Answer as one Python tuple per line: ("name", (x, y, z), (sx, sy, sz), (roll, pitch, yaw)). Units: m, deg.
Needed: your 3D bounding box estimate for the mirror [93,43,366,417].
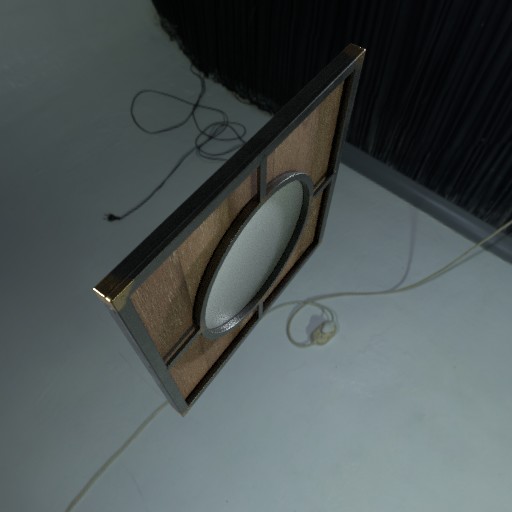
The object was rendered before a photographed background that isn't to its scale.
("mirror", (0.000, 0.000, 0.568), (0.020, 0.381, 0.382), (32, 63, 18))
